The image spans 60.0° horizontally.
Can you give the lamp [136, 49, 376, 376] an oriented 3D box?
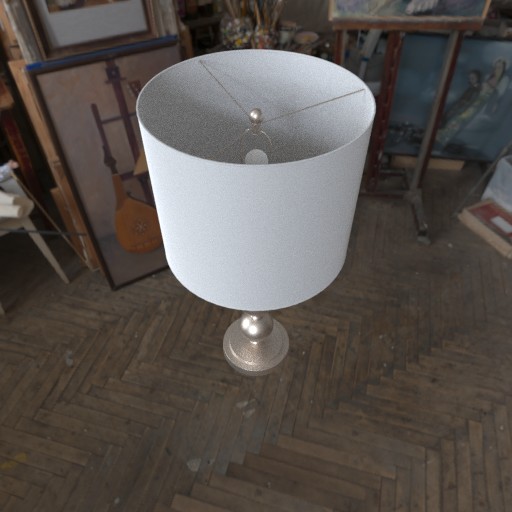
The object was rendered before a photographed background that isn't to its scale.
[{"bbox_3d":[0.000,0.000,0.711,0.277,0.538,0.277,16,49,15],"label":"lamp"}]
